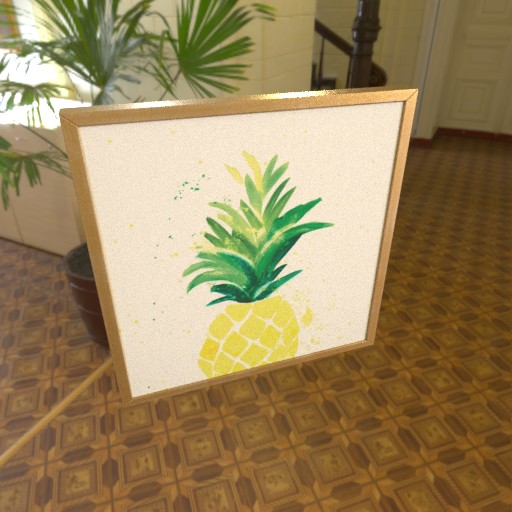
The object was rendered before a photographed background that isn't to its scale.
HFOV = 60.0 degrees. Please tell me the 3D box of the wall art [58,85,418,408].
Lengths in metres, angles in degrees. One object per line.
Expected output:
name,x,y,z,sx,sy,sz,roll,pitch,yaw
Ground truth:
wall art,0.000,0.000,0.742,0.510,0.509,0.033,-10,32,-16
